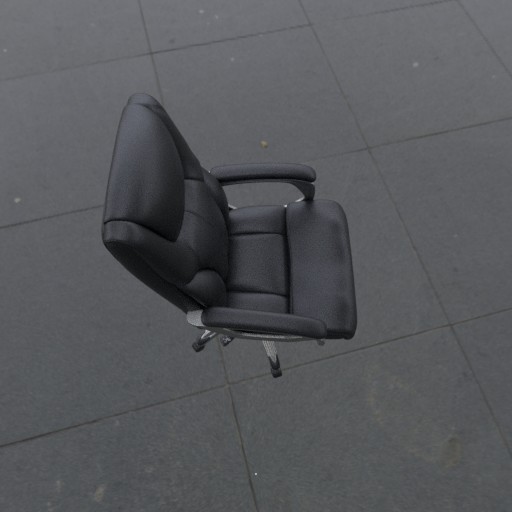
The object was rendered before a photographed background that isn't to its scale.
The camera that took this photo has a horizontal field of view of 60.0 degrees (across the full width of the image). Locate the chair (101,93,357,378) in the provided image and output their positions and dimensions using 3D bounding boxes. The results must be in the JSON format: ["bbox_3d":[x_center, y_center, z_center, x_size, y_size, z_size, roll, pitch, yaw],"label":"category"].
[{"bbox_3d":[0.000,0.000,1.609,0.739,1.155,0.663,0,64,0],"label":"chair"}]
